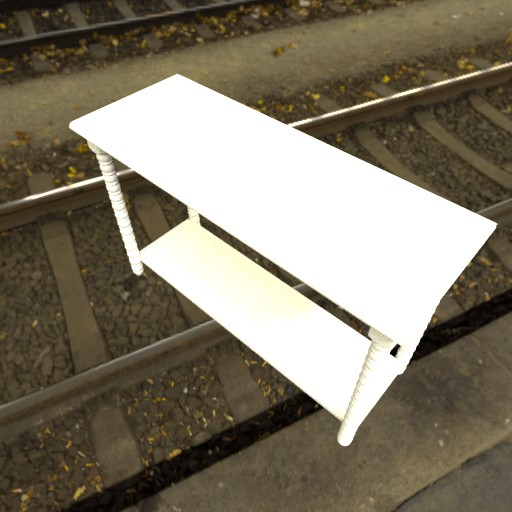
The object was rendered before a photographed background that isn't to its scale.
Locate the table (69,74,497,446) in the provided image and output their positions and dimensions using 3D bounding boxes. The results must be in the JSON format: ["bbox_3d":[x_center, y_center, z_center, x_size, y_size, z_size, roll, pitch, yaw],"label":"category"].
[{"bbox_3d":[0.000,0.000,1.505,1.184,0.740,0.459,34,56,27],"label":"table"}]
